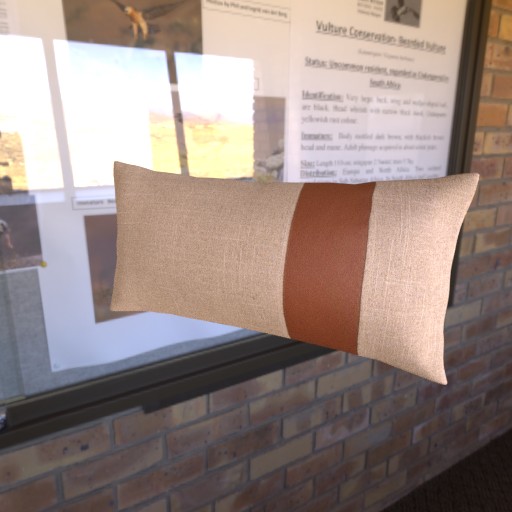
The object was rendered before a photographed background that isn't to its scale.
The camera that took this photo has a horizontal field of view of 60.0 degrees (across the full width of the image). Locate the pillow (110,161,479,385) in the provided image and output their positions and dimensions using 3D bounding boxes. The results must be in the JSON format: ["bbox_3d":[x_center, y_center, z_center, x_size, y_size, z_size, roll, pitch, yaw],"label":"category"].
[{"bbox_3d":[0.000,0.000,0.713,0.612,0.282,0.155,7,17,25],"label":"pillow"}]
